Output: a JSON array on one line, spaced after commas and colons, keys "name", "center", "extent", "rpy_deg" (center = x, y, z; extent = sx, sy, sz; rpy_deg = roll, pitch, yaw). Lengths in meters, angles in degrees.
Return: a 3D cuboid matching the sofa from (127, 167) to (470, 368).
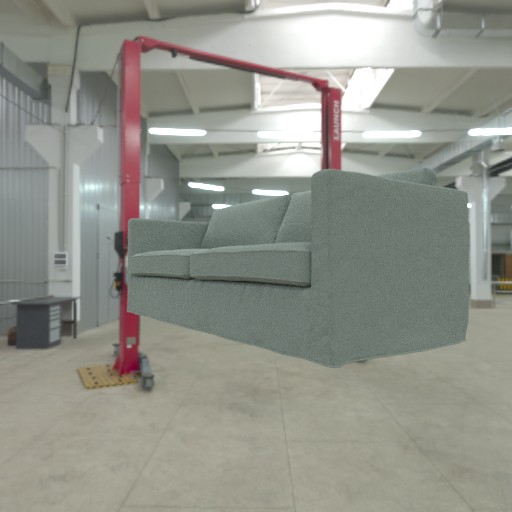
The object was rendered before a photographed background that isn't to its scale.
[{"name": "sofa", "center": [0.000, 0.000, 2.802], "extent": [0.962, 0.853, 2.312], "rpy_deg": [1, -1, -34]}]
